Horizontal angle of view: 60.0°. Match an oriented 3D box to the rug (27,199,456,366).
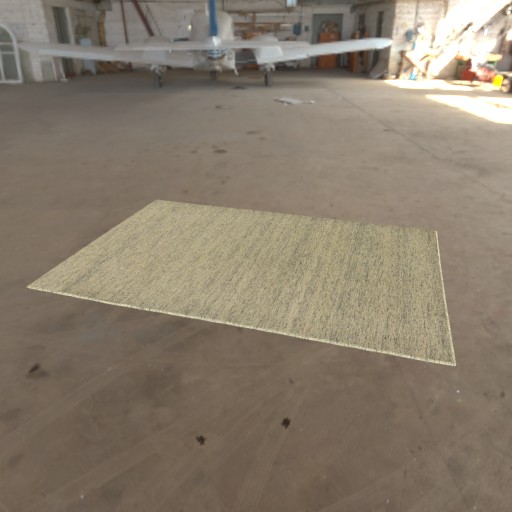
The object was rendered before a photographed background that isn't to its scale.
[{"bbox_3d":[0.000,0.000,2.323,1.846,0.014,1.243,8,28,15],"label":"rug"}]
